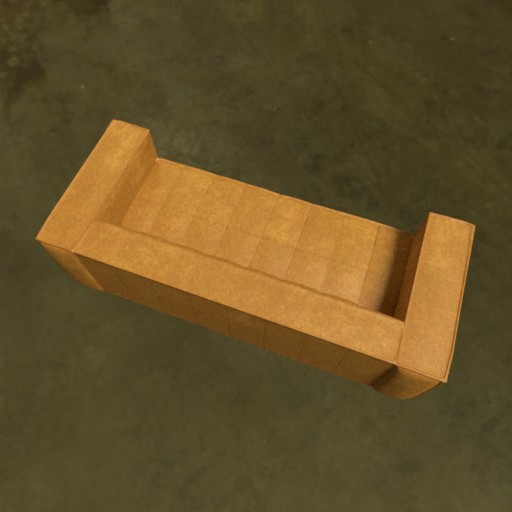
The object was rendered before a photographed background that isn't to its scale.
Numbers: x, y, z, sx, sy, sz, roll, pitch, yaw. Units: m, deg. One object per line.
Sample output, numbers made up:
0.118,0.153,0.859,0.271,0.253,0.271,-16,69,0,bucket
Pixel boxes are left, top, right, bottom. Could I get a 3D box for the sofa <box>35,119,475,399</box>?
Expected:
0.000,0.000,3.045,2.581,0.701,1.102,18,65,9,sofa
